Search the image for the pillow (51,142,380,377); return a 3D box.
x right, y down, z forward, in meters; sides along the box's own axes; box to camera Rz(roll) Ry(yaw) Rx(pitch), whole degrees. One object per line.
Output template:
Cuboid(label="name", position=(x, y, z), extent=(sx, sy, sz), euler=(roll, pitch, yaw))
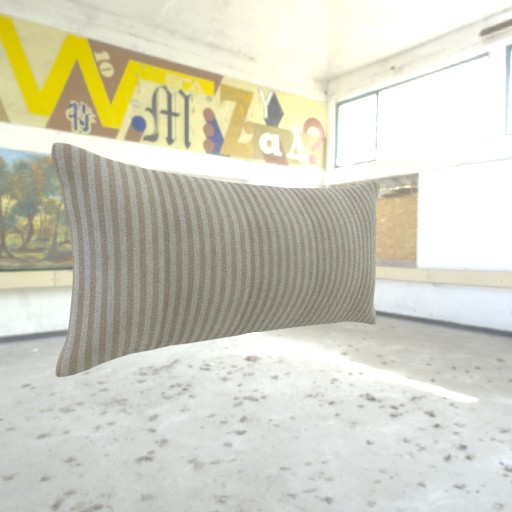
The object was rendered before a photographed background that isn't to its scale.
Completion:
Cuboid(label="pillow", position=(0.000, 0.000, 0.728), extent=(0.617, 0.295, 0.151), euler=(-1, 2, -36))
